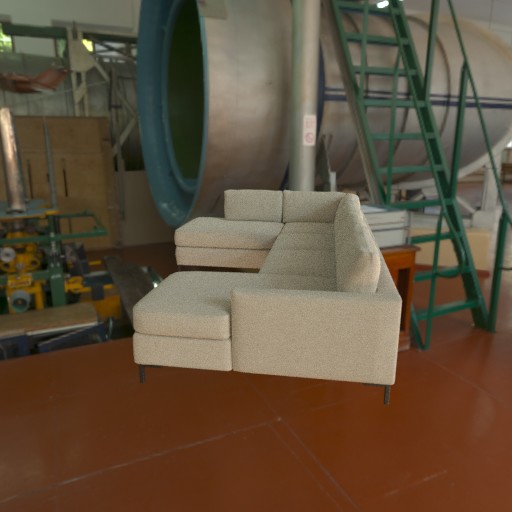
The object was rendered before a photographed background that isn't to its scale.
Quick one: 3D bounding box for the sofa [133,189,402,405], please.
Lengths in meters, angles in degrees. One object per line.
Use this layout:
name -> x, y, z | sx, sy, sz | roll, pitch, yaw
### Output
sofa -> 0.000, 0.000, 3.842 | 1.989, 0.862, 2.984 | 2, 15, 9
